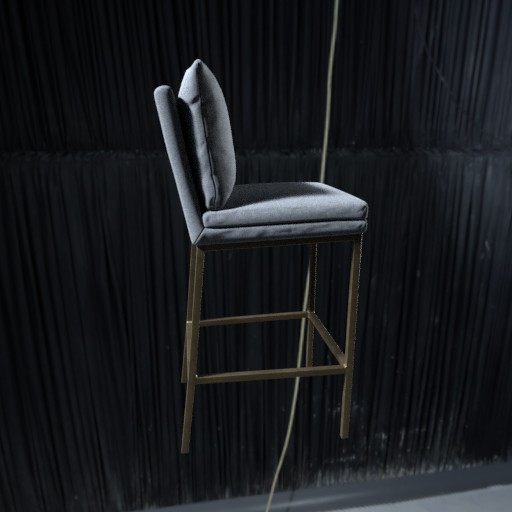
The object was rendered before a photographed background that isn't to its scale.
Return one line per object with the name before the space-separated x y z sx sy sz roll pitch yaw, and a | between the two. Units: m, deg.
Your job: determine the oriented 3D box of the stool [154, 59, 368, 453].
stool | 0.000 0.000 1.453 0.569 1.130 0.463 -3 17 -9
